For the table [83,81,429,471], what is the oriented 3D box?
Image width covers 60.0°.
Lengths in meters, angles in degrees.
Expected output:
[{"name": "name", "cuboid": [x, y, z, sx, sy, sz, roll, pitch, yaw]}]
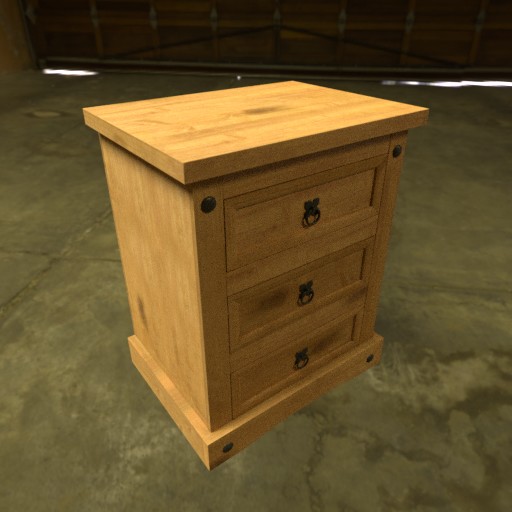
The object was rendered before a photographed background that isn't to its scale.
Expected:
[{"name": "table", "cuboid": [0.000, 0.000, 1.260, 0.660, 0.813, 0.500, -21, 36, -31]}]
